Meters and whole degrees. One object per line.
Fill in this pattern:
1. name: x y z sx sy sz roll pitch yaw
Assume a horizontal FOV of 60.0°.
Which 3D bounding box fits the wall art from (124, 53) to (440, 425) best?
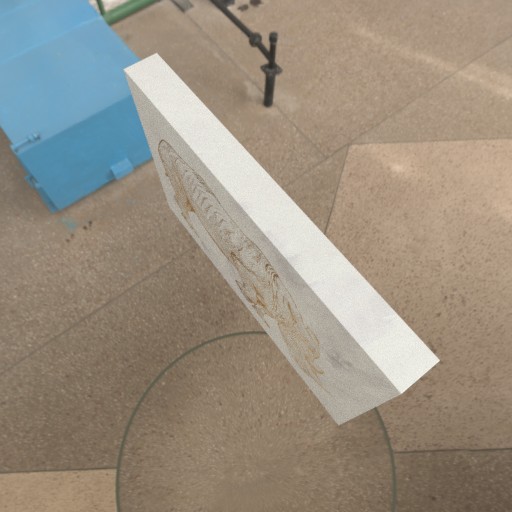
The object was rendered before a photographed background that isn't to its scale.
1. wall art: 0.000 0.000 0.486 0.038 0.254 0.381 -34 69 -15
